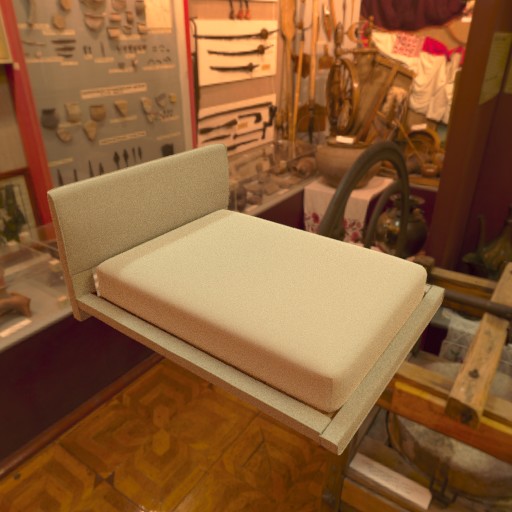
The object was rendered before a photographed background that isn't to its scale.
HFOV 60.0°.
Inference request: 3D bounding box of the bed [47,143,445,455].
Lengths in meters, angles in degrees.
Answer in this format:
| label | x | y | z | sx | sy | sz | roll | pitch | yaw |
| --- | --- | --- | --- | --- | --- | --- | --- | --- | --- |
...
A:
| label | x | y | z | sx | sy | sz | roll | pitch | yaw |
| --- | --- | --- | --- | --- | --- | --- | --- | --- | --- |
| bed | 0.000 | 0.000 | 3.321 | 2.368 | 1.067 | 1.840 | 19 | 33 | 32 |
